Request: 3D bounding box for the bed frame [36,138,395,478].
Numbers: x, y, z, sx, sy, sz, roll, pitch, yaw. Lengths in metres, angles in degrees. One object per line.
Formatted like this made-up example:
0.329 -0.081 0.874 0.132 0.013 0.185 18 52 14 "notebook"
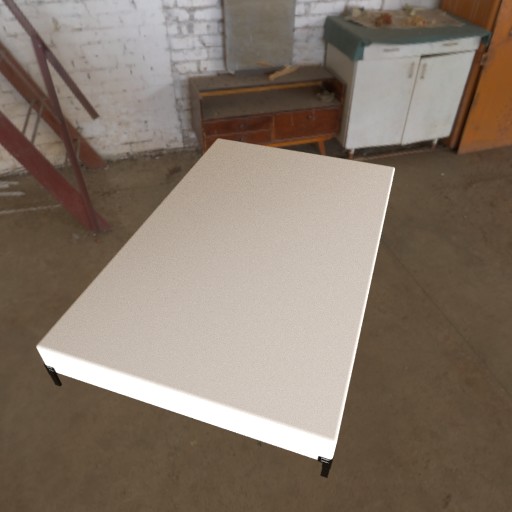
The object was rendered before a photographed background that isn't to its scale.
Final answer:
0.000 0.000 3.746 1.930 0.440 2.987 13 43 14 "bed frame"
